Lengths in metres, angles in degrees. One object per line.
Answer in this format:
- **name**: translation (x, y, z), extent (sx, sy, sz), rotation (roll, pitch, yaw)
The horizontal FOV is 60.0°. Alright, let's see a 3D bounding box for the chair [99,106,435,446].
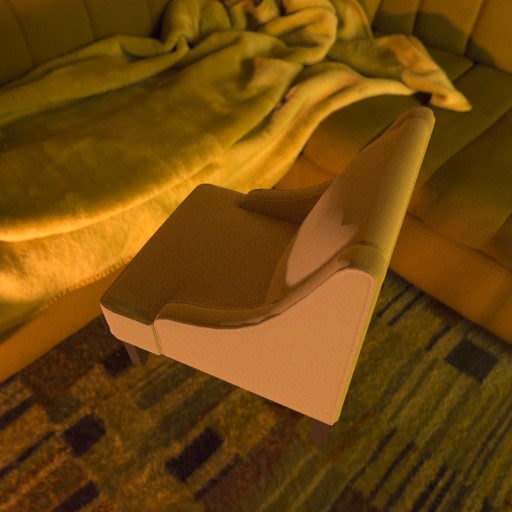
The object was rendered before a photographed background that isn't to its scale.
- **chair**: translation (0.000, 0.000, 1.442), extent (0.806, 0.886, 0.689), rotation (18, 49, 16)
